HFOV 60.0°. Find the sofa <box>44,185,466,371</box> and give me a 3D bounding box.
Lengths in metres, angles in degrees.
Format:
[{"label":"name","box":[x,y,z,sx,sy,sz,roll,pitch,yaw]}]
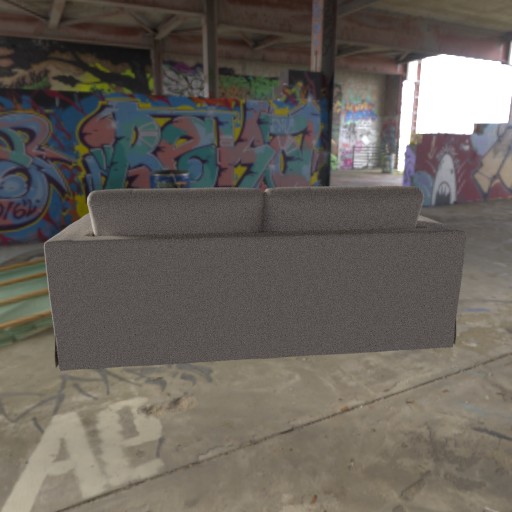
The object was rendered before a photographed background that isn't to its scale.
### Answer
[{"label":"sofa","box":[0.000,0.000,2.701,2.163,0.881,0.954,-2,15,-7]}]
